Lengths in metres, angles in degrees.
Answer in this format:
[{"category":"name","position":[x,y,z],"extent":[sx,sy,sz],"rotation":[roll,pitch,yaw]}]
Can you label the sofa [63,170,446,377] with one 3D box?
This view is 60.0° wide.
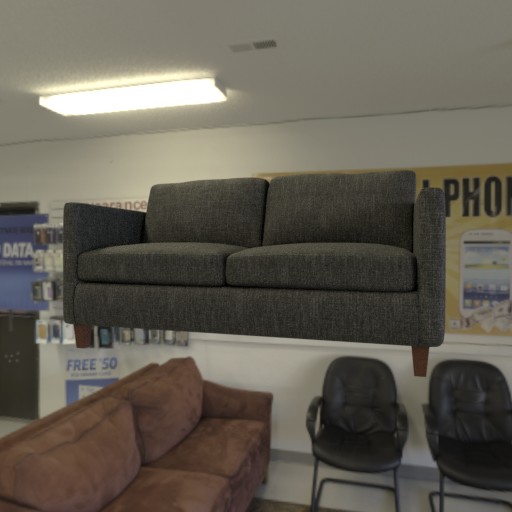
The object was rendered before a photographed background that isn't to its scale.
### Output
[{"category":"sofa","position":[0.000,0.000,2.462],"extent":[1.884,0.963,0.950],"rotation":[0,1,18]}]
